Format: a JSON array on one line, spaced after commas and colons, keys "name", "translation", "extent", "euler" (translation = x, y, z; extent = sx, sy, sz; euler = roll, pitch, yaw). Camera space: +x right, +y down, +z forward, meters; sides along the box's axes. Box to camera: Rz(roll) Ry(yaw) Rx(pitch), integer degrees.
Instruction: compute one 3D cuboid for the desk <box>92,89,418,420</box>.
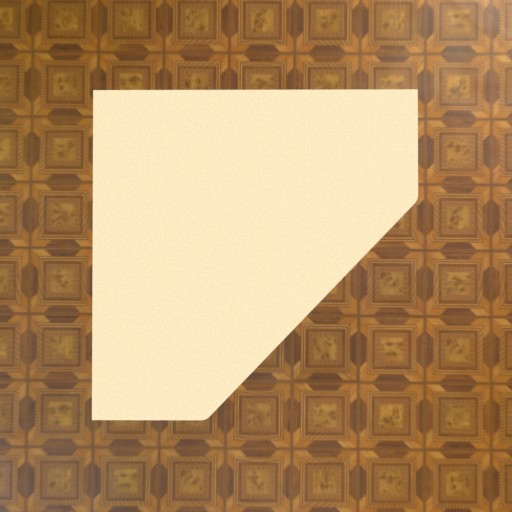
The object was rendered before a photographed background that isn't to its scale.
[{"name": "desk", "translation": [0.000, 0.000, 1.669], "extent": [0.926, 0.818, 0.940], "euler": [0, 89, 0]}]
